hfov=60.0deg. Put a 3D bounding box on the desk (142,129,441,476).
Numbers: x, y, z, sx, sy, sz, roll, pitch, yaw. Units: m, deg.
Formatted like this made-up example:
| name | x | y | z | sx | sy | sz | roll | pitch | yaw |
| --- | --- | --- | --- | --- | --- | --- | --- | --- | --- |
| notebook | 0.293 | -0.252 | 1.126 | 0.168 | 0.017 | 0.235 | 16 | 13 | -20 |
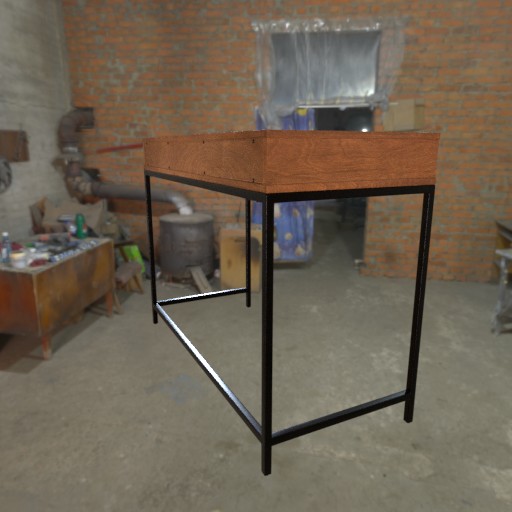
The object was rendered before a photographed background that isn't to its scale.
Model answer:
| name | x | y | z | sx | sy | sz | roll | pitch | yaw |
| --- | --- | --- | --- | --- | --- | --- | --- | --- | --- |
| desk | 0.000 | 0.000 | 1.459 | 0.470 | 0.762 | 1.016 | -7 | 16 | -26 |
